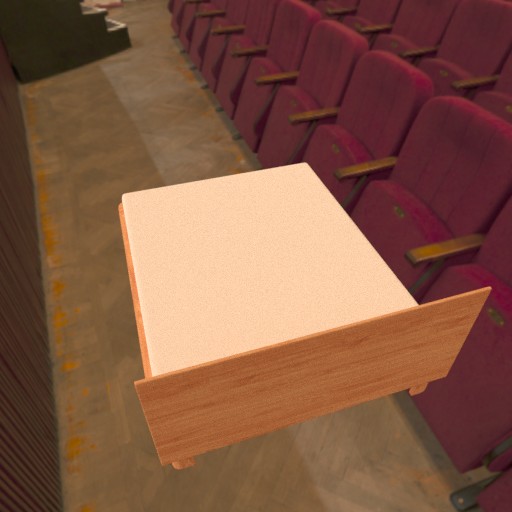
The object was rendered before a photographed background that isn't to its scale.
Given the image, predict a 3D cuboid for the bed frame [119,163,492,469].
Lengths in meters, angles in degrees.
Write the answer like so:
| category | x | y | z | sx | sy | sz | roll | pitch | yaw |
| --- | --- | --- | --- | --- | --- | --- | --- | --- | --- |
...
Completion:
| category | x | y | z | sx | sy | sz | roll | pitch | yaw |
| --- | --- | --- | --- | --- | --- | --- | --- | --- | --- |
| bed frame | 0.000 | 0.000 | 2.947 | 1.660 | 0.940 | 2.092 | -12 | 44 | -13 |
